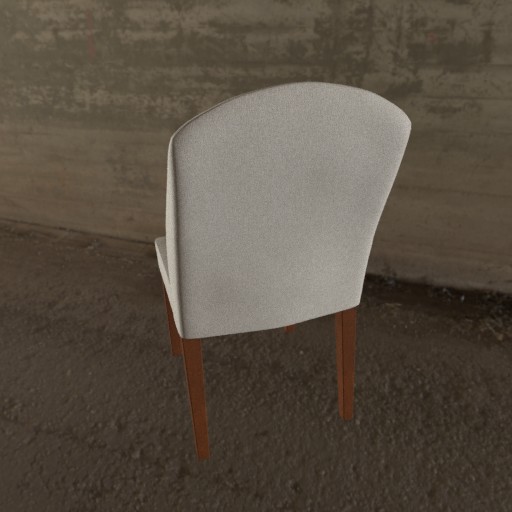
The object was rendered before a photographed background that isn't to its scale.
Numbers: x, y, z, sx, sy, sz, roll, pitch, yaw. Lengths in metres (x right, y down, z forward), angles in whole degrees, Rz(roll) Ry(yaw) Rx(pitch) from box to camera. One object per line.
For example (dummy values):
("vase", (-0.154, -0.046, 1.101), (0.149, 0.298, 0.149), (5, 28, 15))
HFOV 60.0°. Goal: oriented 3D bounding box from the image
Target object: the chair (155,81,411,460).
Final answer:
("chair", (0.000, 0.000, 1.160), (0.472, 0.893, 0.540), (-8, 27, -17))
